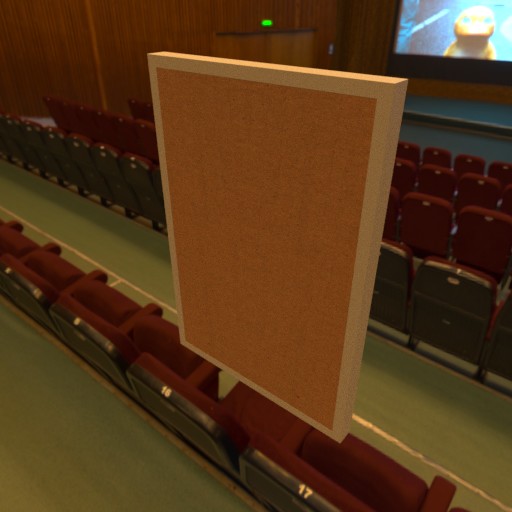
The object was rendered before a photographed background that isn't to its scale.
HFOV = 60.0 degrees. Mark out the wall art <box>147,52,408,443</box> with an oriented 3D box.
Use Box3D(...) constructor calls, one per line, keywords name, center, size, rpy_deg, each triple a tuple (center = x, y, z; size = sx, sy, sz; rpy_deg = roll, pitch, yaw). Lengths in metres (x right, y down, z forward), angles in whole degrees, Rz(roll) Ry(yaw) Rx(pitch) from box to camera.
Box3D(name="wall art", center=(0.000, 0.000, 0.534), size=(0.293, 0.428, 0.025), rpy_deg=(23, 38, 33))
